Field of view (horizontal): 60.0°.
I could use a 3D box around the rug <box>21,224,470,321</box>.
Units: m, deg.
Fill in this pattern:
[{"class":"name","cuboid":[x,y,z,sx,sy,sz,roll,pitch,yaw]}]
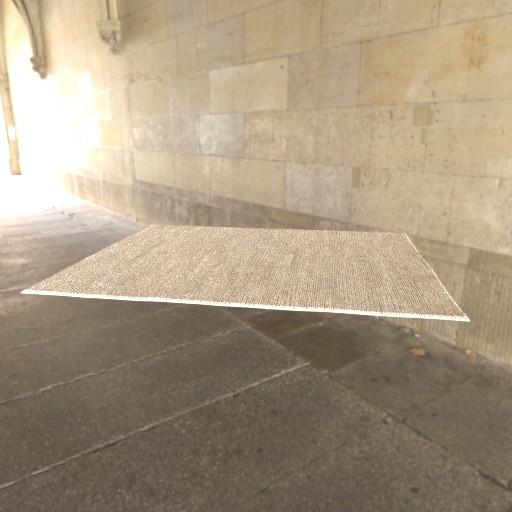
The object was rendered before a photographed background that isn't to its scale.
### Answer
[{"class":"rug","cuboid":[0.000,0.000,4.102,3.052,0.030,2.429,3,16,9]}]
